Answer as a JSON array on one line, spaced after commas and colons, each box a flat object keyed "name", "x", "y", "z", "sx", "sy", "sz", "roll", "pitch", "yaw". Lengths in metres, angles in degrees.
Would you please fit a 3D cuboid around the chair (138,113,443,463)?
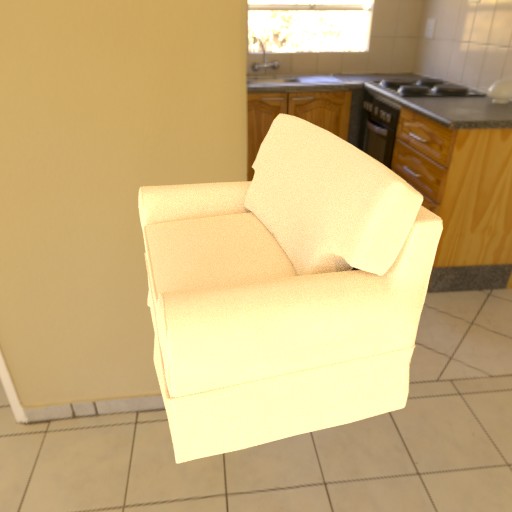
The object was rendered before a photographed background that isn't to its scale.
[{"name": "chair", "x": 0.000, "y": 0.000, "z": 1.781, "sx": 0.904, "sy": 0.958, "sz": 1.099, "roll": -8, "pitch": 30, "yaw": -14}]
